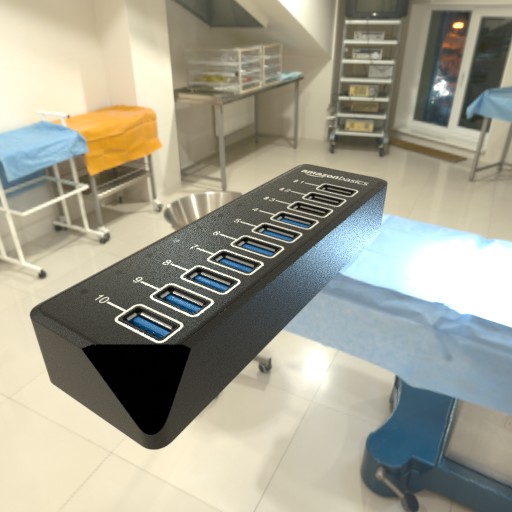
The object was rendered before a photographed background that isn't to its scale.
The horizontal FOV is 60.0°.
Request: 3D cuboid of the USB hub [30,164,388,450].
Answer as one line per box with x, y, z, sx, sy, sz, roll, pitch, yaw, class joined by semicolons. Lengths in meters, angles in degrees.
0.000;0.000;0.158;0.044;0.023;0.145;19;35;29;USB hub
